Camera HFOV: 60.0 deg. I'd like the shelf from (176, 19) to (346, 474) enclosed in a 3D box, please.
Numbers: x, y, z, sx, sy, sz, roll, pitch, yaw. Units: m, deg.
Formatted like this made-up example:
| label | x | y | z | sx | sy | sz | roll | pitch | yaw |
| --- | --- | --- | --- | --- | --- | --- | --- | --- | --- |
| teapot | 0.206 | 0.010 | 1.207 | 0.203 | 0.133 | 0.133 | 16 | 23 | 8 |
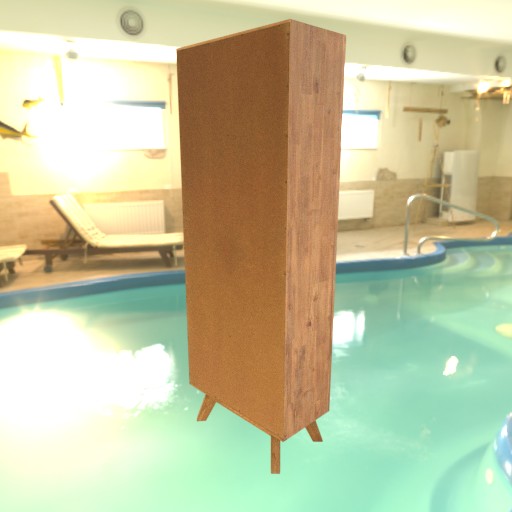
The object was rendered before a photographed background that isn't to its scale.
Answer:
| label | x | y | z | sx | sy | sz | roll | pitch | yaw |
| --- | --- | --- | --- | --- | --- | --- | --- | --- | --- |
| shelf | 0.000 | 0.000 | 1.514 | 0.267 | 1.342 | 0.491 | -13 | 19 | -43 |
